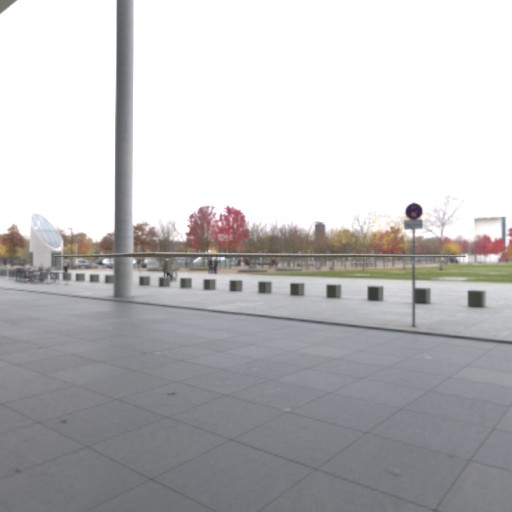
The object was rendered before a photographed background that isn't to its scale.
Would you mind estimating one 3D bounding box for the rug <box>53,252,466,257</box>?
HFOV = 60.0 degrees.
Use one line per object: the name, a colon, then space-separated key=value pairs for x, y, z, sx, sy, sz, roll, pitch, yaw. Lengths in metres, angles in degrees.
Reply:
rug: x=0.000 y=0.000 z=4.163 sx=3.055 sy=0.021 sz=2.410 roll=0 pitch=0 yaw=-36
